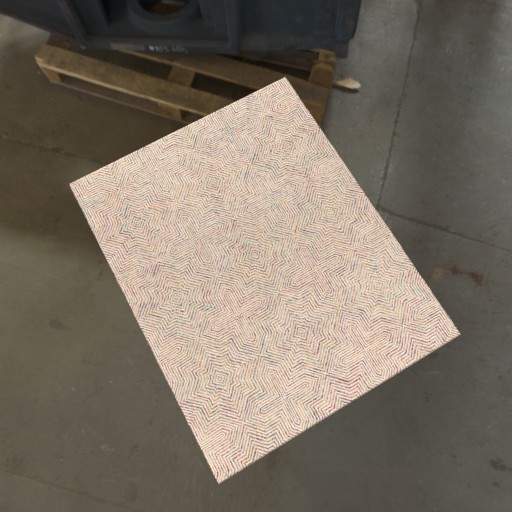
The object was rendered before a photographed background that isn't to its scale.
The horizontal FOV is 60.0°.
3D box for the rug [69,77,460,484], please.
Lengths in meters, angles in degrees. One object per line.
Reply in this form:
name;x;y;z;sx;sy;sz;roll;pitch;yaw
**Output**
rug;0.000;0.000;4.113;2.442;0.008;3.046;-29;77;-7
